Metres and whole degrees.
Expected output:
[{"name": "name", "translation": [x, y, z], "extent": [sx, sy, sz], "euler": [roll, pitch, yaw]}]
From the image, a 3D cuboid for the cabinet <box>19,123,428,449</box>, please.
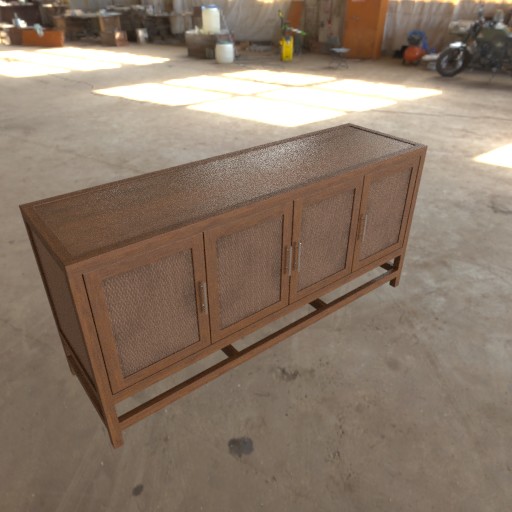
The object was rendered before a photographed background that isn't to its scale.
[{"name": "cabinet", "translation": [0.000, 0.000, 2.045], "extent": [1.708, 0.820, 0.522], "euler": [-22, 38, -31]}]
